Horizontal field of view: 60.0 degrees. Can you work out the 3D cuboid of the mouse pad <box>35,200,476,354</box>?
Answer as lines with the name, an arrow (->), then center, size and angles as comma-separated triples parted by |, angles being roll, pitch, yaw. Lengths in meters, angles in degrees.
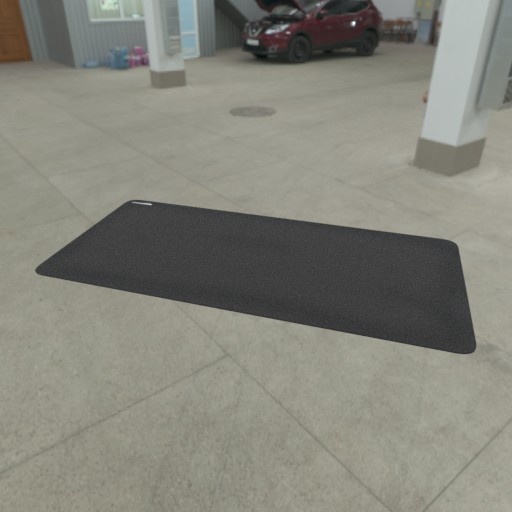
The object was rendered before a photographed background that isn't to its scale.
mouse pad -> 0.000, 0.000, 1.029 | 0.907, 0.003, 0.424 | 9, 32, 14
